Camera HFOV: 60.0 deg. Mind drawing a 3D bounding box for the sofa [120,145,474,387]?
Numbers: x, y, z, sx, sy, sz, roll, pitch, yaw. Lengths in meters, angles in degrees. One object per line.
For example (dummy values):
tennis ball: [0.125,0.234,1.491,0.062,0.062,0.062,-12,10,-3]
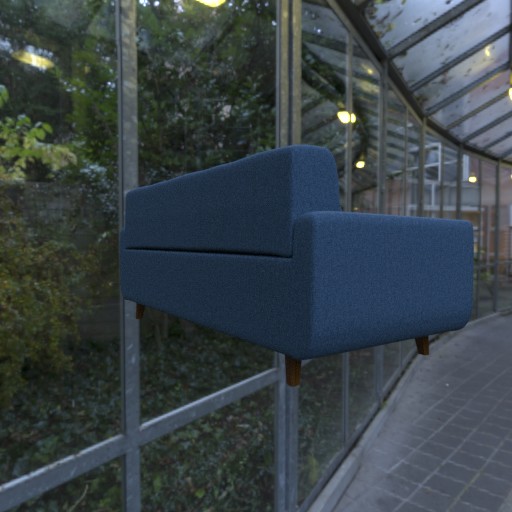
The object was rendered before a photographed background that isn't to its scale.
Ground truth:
sofa: [0.000,0.000,2.525,0.942,0.884,2.055,-1,2,-34]
